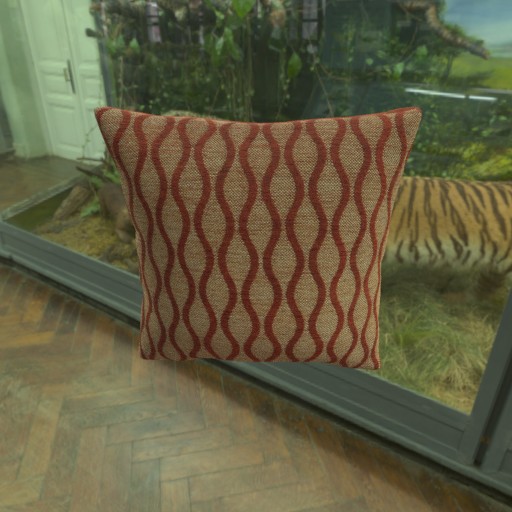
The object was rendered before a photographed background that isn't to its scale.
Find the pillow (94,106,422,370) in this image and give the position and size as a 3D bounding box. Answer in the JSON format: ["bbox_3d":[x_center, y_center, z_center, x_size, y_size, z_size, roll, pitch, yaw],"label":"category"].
[{"bbox_3d":[0.000,0.000,0.669,0.429,0.434,0.159,1,29,2],"label":"pillow"}]
